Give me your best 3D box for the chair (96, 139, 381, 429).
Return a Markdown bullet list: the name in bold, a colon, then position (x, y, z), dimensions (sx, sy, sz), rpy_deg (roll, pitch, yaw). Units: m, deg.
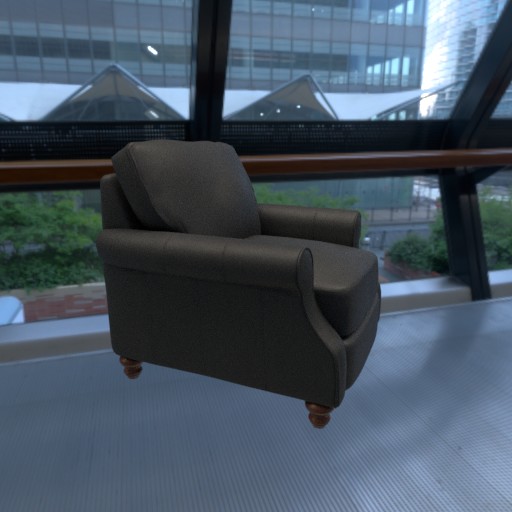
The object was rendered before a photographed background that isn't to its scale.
- **chair**: position (0.000, 0.000, 1.893), dimensions (1.027, 0.960, 1.015), rpy_deg (8, 16, 28)
